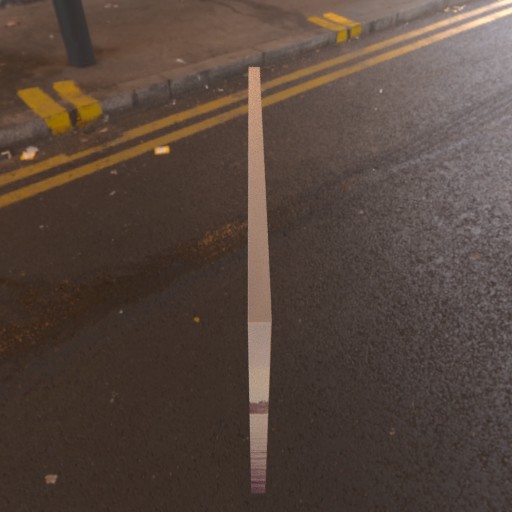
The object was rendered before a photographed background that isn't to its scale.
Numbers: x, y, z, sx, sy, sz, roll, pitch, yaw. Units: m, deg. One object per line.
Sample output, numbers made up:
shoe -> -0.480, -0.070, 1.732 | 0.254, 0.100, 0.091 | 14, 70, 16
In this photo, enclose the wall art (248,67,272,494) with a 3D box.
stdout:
wall art -> 0.000, 0.000, 0.756 | 0.021, 0.410, 0.615 | 0, 43, 0
